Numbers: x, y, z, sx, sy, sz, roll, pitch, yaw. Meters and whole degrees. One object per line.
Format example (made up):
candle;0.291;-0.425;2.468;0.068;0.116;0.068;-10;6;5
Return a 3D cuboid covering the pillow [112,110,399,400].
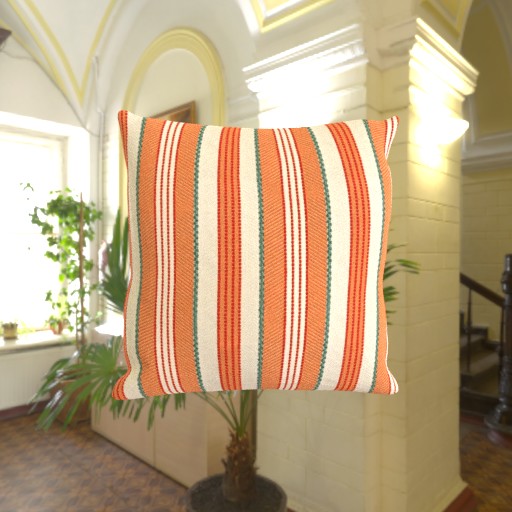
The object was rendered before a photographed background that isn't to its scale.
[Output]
pillow;0.000;0.000;0.673;0.440;0.441;0.182;0;0;-1
